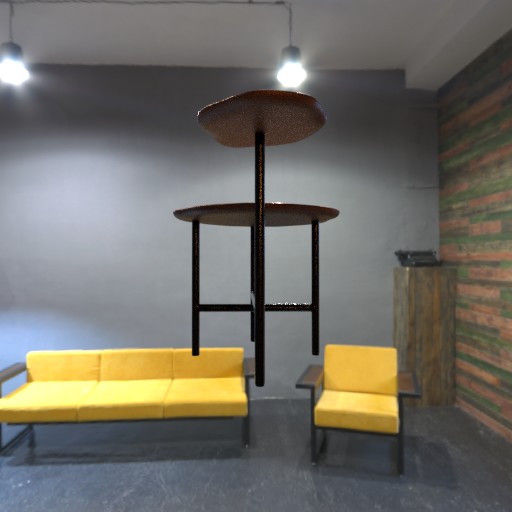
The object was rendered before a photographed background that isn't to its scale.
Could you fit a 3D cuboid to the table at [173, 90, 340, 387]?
[{"bbox_3d":[0.000,0.000,1.103,0.442,0.538,0.759,0,-1,-1],"label":"table"}]
